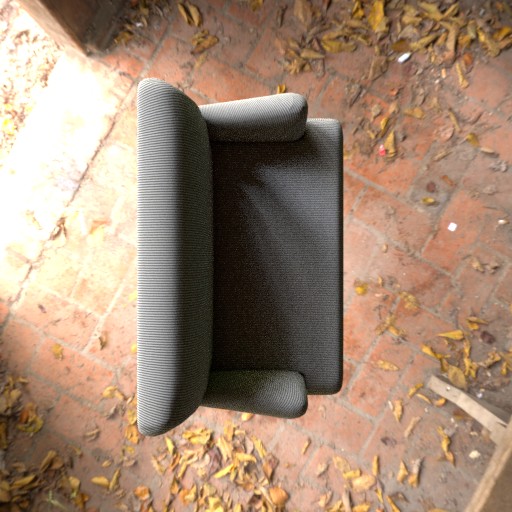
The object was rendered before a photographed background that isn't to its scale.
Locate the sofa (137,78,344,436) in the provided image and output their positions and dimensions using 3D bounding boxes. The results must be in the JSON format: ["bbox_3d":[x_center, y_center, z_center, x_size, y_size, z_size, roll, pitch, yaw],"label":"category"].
[{"bbox_3d":[0.000,0.000,1.868,0.779,0.889,1.297,0,90,0],"label":"sofa"}]
